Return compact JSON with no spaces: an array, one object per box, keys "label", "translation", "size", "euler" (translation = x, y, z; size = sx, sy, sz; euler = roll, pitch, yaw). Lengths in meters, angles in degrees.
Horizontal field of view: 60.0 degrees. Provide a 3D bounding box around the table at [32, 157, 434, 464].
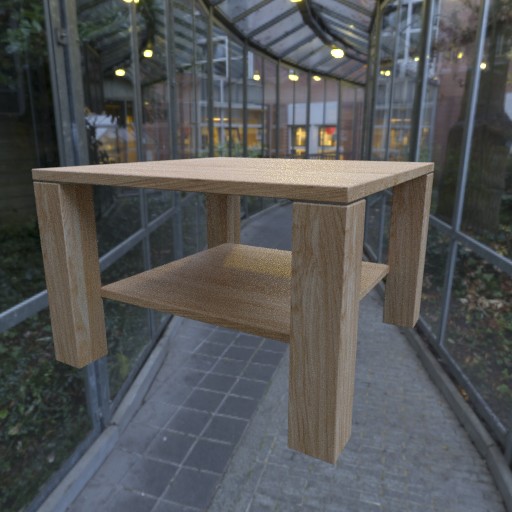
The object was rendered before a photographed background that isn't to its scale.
[{"label":"table","translation":[0.000,0.000,1.123],"size":[0.700,0.450,0.700],"euler":[9,17,29]}]
